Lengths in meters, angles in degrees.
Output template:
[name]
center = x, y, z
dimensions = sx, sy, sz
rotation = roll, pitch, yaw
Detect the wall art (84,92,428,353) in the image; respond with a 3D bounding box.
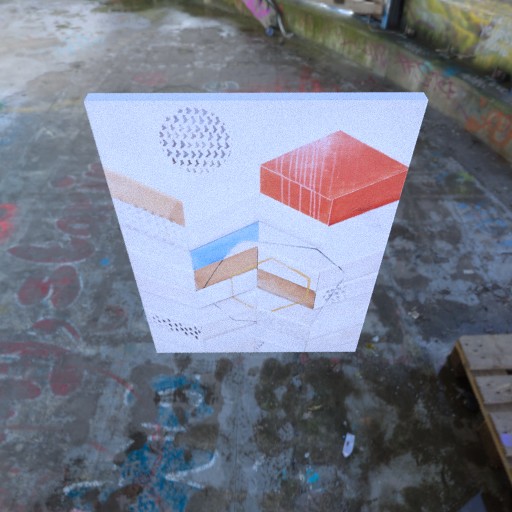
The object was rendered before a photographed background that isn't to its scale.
[wall art]
center = 0.000, 0.000, 1.624
dimensions = 0.914, 1.221, 0.046
rotation = 0, 45, 0
